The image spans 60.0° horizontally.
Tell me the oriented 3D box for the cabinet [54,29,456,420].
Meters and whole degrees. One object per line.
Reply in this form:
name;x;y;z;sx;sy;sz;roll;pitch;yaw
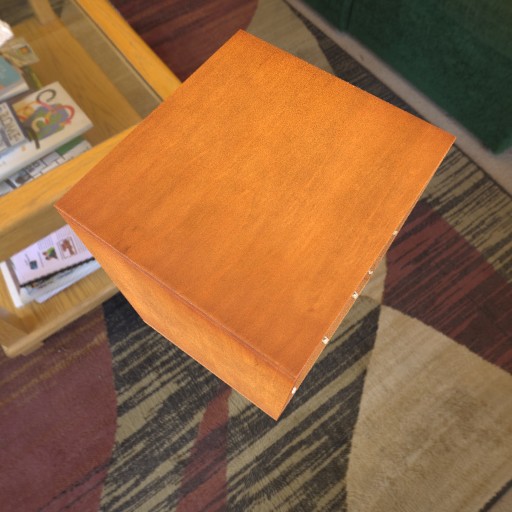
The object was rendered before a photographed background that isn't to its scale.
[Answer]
cabinet;0.000;0.000;0.864;0.401;0.579;0.409;33;69;14
